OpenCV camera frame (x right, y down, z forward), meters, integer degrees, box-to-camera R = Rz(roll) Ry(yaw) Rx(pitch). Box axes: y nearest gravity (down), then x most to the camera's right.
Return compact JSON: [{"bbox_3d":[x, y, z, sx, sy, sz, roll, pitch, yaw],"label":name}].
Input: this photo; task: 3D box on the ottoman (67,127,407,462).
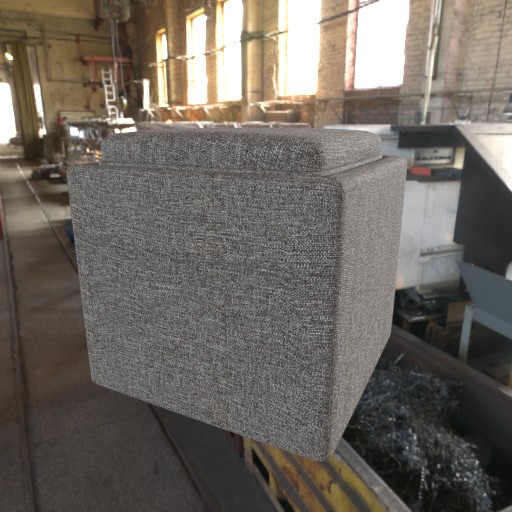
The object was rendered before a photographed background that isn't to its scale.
[{"bbox_3d":[0.000,0.000,0.829,0.450,0.460,0.450,8,19,26],"label":"ottoman"}]
